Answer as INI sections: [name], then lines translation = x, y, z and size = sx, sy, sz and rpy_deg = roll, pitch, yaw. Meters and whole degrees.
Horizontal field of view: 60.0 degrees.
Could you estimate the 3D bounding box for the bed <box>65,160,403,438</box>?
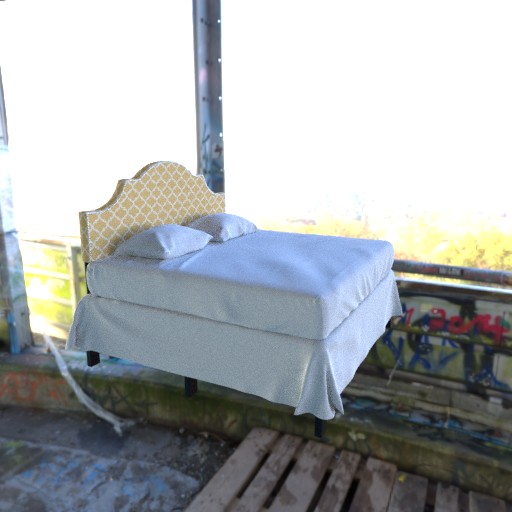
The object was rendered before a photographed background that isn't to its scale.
[bed]
translation = 0.000, 0.000, 3.815
size = 2.222, 1.601, 2.314
rpy_deg = 7, 14, 27
